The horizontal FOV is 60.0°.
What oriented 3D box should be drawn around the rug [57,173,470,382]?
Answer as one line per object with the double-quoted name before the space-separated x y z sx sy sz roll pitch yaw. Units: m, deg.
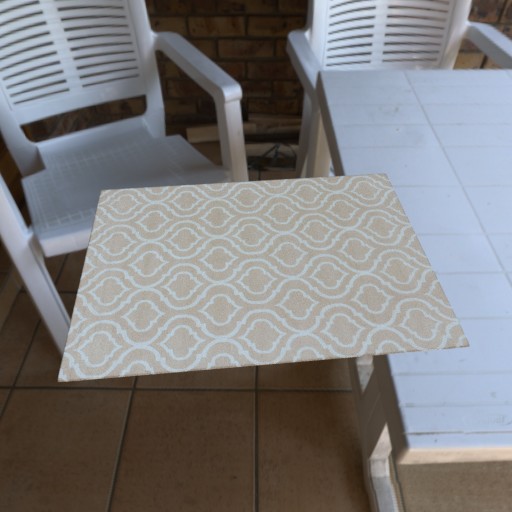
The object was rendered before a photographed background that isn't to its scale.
"rug" 0.000 0.000 2.792 2.134 0.010 1.524 -4 47 -4
